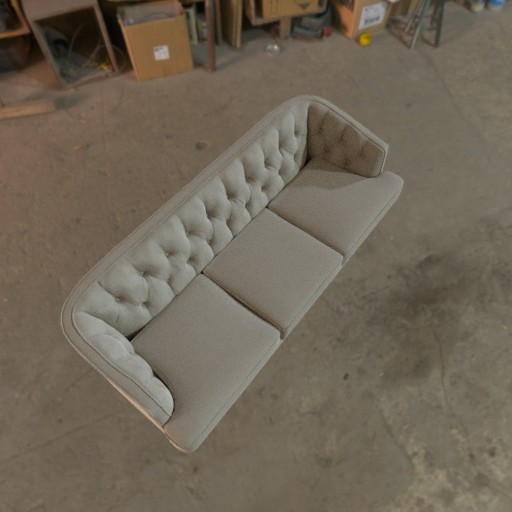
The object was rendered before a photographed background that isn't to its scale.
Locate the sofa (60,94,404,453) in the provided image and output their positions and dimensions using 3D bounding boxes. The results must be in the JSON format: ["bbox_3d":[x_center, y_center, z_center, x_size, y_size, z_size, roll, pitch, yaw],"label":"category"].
[{"bbox_3d":[0.000,0.000,2.830,0.941,0.855,2.278,34,64,19],"label":"sofa"}]
